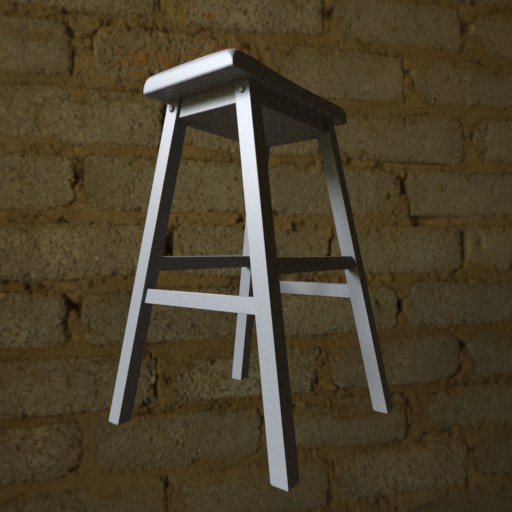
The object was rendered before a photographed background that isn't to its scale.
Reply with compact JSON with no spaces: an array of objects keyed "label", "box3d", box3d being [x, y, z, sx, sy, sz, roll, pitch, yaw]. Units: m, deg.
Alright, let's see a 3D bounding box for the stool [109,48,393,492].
[{"label":"stool","box3d":[0.000,0.000,1.019,0.476,0.737,0.457,0,1,37]}]
